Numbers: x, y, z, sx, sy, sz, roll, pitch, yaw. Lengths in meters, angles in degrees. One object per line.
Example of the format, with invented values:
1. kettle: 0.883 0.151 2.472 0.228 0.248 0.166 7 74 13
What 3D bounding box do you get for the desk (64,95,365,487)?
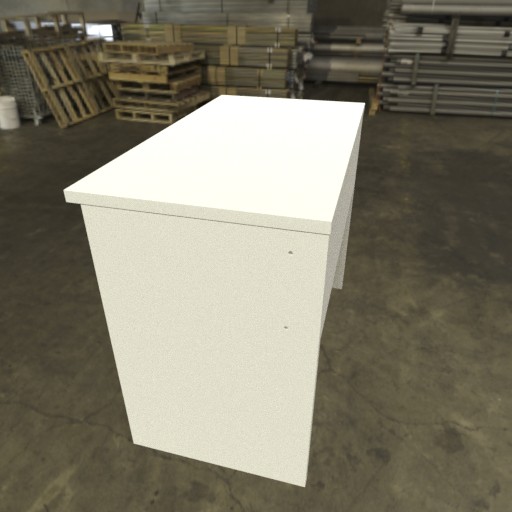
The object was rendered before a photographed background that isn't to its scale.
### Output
1. desk: 0.000 0.000 1.328 0.498 0.729 0.900 8 32 13
